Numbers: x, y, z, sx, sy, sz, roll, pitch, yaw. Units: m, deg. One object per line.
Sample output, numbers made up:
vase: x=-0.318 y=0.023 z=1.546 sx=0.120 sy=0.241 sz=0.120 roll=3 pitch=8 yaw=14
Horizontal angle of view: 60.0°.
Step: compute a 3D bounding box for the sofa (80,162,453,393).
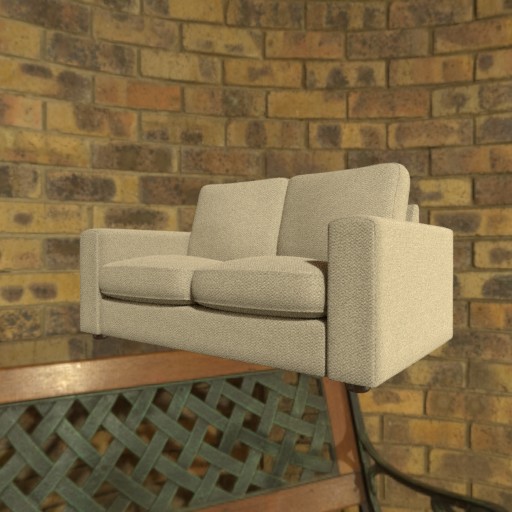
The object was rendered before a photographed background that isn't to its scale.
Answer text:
sofa: x=0.000 y=0.000 z=2.202 sx=1.616 sy=0.873 sz=1.016 roll=1 pitch=1 yaw=37
